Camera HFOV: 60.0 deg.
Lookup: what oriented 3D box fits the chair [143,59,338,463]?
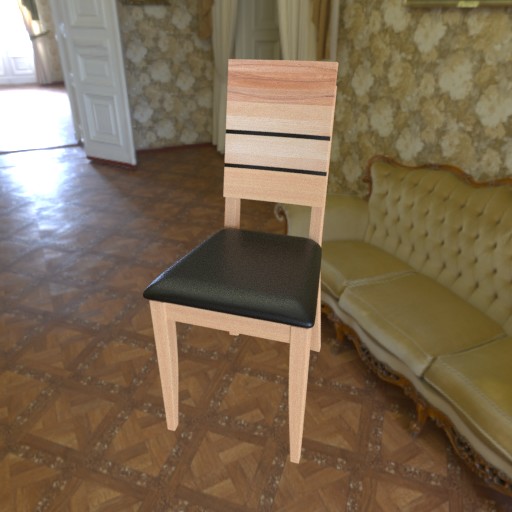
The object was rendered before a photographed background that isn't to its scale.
[{"bbox_3d":[0.000,0.000,1.205,0.410,0.940,0.520,8,29,15],"label":"chair"}]
